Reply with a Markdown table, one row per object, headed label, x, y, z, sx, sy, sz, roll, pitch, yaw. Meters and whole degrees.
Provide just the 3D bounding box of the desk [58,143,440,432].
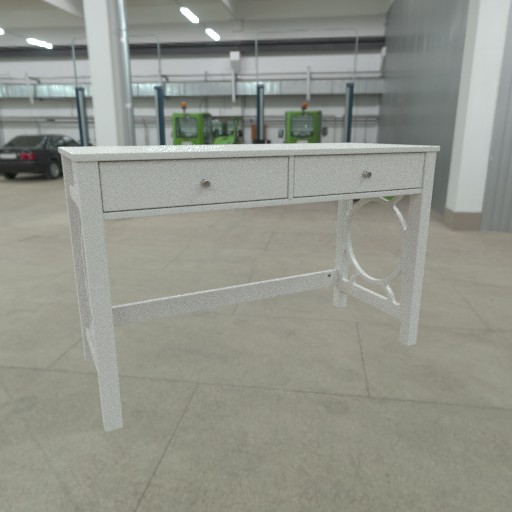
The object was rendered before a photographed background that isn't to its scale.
| label | x | y | z | sx | sy | sz | roll | pitch | yaw |
| --- | --- | --- | --- | --- | --- | --- | --- | --- | --- |
| desk | 0.000 | 0.000 | 1.589 | 1.191 | 0.762 | 0.504 | -8 | 18 | -26 |
